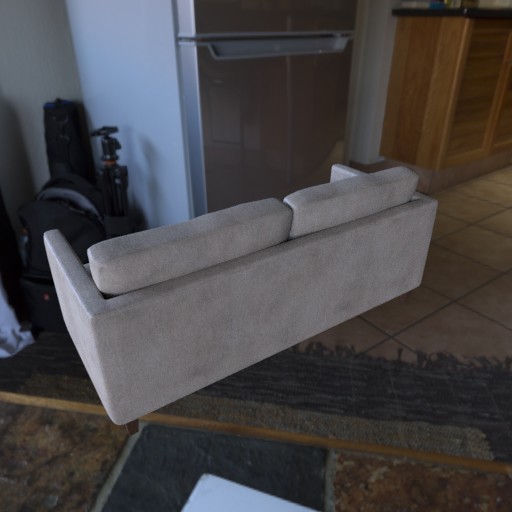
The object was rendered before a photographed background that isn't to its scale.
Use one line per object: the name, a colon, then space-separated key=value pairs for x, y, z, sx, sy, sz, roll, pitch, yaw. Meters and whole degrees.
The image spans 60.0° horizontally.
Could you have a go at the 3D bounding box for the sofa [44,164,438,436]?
sofa: x=0.000 y=0.000 z=2.735 sx=2.208 sy=0.965 sz=0.951 roll=-18 pitch=34 yaw=-29
